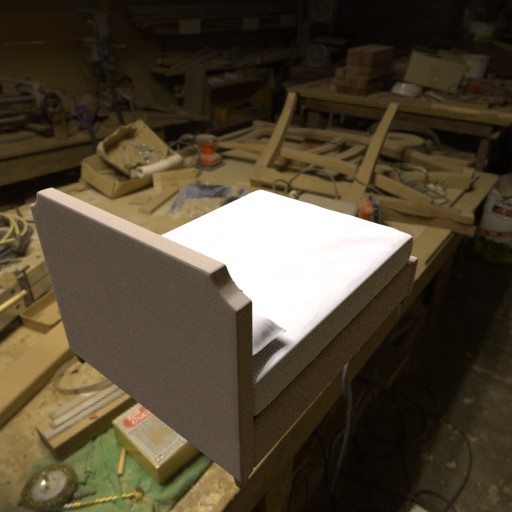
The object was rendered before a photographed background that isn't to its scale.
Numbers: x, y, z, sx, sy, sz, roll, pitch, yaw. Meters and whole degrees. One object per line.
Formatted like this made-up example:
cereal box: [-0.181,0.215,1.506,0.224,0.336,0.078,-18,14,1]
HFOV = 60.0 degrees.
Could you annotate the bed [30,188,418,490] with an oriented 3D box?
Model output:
bed: [0.000,0.000,3.328,1.703,1.415,2.329,22,37,33]
